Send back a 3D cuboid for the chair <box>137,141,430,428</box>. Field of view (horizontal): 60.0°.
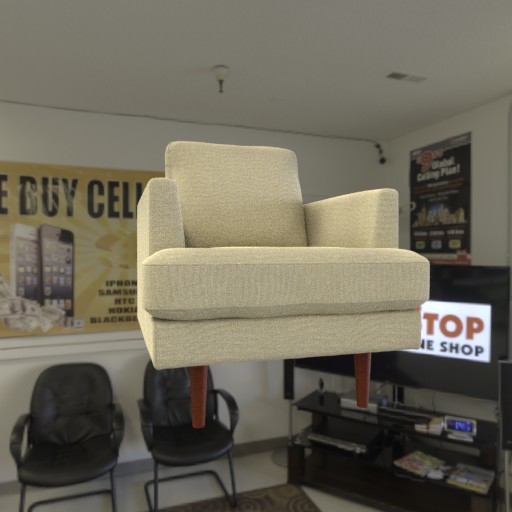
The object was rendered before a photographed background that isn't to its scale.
[{"bbox_3d":[0.000,0.000,1.635,0.858,0.957,0.899,0,1,-17],"label":"chair"}]
